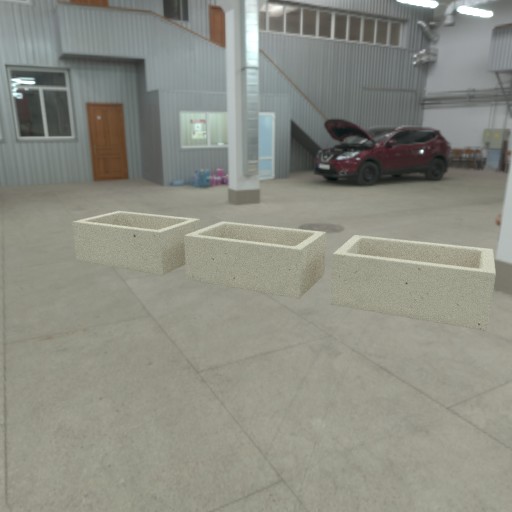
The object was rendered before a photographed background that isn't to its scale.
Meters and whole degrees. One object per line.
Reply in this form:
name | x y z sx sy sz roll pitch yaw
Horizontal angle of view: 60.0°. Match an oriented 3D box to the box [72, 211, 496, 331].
box | 0.000 0.000 0.489 0.461 0.051 0.082 8 18 25
